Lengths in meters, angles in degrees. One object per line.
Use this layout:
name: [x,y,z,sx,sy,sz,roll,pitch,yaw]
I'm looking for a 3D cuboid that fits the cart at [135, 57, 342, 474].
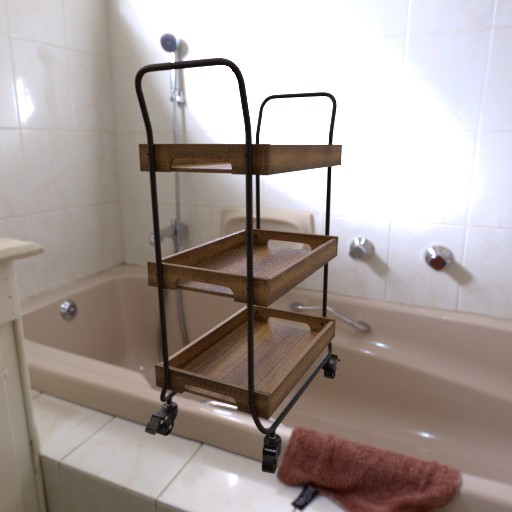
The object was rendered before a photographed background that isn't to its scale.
cart: [0.000,0.000,1.155,0.339,0.857,0.583,7,16,26]
